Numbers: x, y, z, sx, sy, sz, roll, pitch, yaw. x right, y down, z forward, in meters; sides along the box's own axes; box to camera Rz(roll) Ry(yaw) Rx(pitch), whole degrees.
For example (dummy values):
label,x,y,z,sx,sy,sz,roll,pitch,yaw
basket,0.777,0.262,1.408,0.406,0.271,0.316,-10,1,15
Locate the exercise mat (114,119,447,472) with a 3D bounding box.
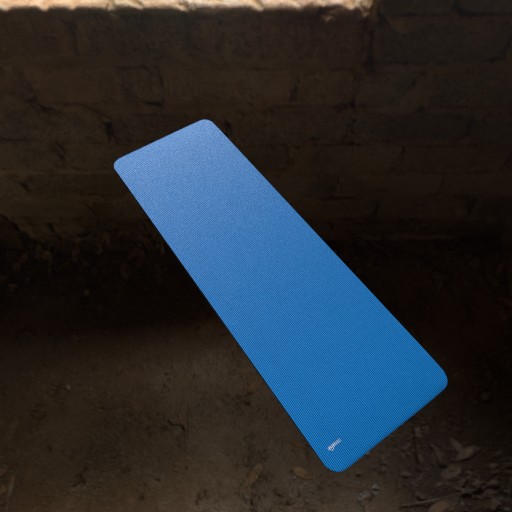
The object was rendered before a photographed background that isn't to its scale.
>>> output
label,x,y,z,sx,sy,sz,roll,pitch,yaw
exercise mat,0.000,0.000,2.077,0.616,0.021,1.869,-31,63,-17
